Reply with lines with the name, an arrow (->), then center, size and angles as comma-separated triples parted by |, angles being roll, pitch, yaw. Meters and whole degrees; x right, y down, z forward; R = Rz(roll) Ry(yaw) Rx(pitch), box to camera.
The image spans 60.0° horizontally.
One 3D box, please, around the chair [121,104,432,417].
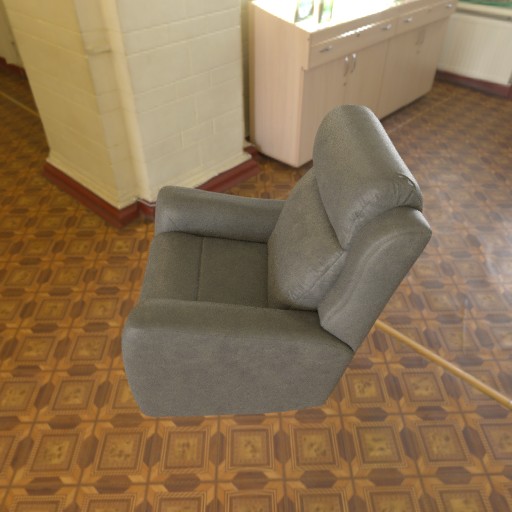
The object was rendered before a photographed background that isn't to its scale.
chair -> 0.000, 0.000, 1.934 | 1.068, 1.116, 0.965 | -1, 40, -1
